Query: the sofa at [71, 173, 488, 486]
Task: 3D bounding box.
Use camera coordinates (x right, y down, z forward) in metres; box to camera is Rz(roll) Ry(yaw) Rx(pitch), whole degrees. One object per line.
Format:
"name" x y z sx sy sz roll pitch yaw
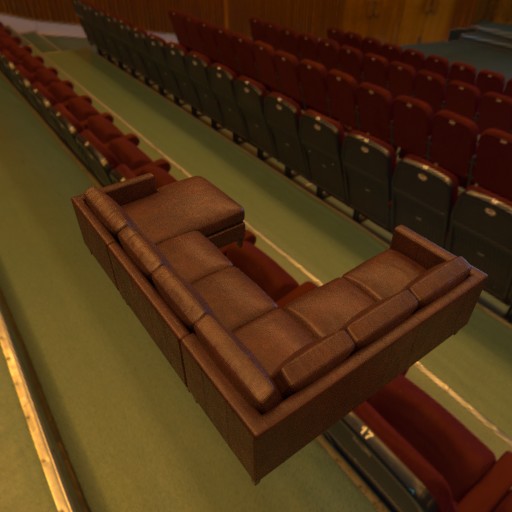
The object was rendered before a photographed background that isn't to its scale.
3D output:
"sofa" 0.000 0.000 4.398 2.452 0.891 3.324 -25 45 -27
